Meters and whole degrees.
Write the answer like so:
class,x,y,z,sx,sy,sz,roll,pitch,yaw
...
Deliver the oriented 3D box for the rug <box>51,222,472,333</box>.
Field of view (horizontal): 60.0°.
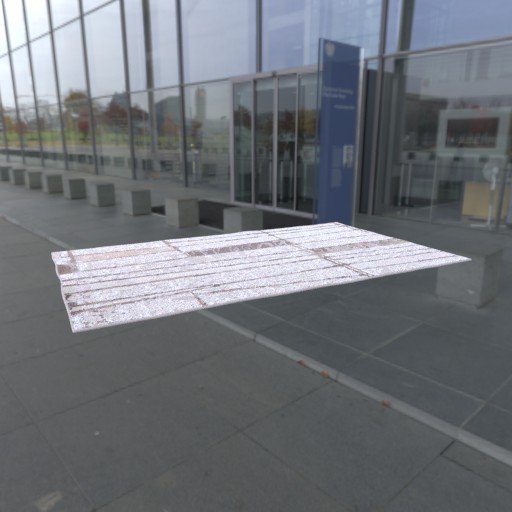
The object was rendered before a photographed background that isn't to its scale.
class,x,y,z,sx,sy,sz,roll,pitch,yaw
rug,0.000,0.000,1.057,0.867,0.007,0.515,-8,17,-26
